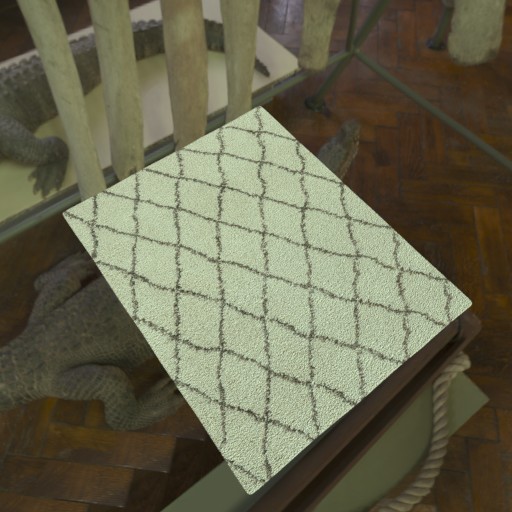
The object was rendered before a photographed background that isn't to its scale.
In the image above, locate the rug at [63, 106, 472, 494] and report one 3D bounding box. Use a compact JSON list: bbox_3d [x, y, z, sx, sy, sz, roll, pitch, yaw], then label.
[{"bbox_3d":[0.000,0.000,4.088,2.438,0.029,3.047,-34,66,-17],"label":"rug"}]
